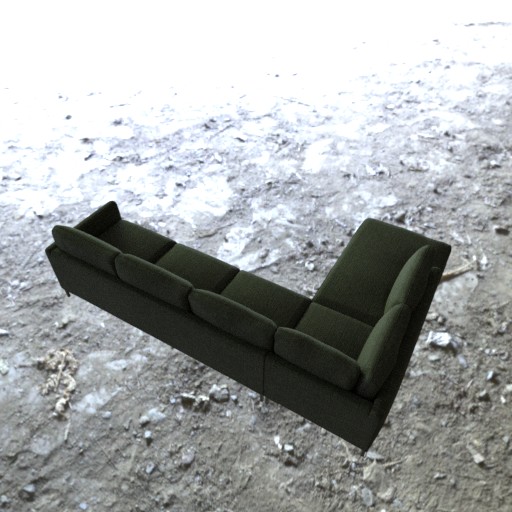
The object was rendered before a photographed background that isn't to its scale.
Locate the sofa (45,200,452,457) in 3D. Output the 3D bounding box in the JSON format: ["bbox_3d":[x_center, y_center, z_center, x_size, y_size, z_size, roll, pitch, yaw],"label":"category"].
[{"bbox_3d":[0.000,0.000,3.884,2.949,0.815,2.007,22,49,21],"label":"sofa"}]
